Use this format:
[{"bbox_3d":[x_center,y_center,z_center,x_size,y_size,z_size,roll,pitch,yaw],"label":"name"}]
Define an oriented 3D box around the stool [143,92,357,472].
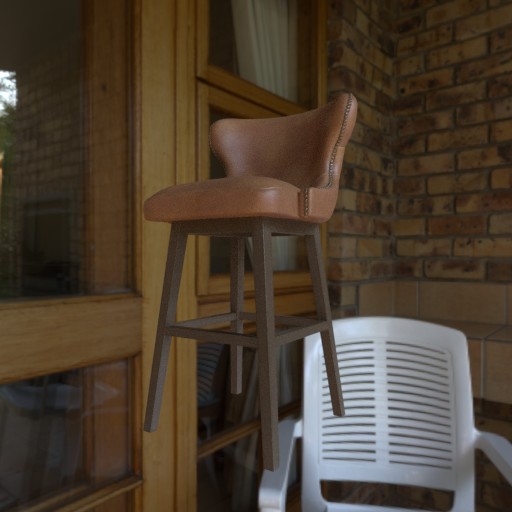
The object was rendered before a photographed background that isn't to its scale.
[{"bbox_3d":[0.000,0.000,1.472,0.591,1.087,0.606,0,0,33],"label":"stool"}]
